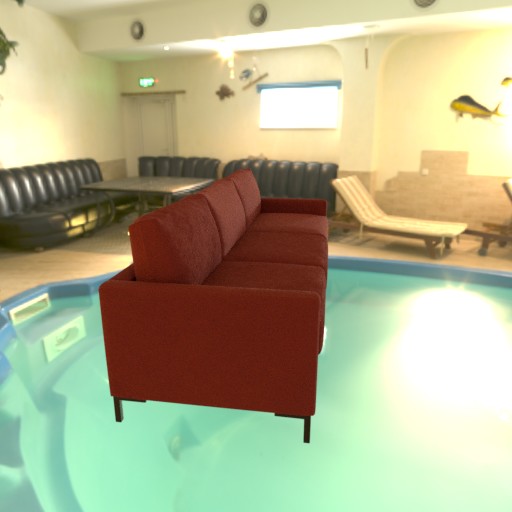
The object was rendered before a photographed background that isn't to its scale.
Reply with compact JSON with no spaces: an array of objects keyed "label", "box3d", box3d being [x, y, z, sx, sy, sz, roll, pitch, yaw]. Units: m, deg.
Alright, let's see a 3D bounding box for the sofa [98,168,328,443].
[{"label":"sofa","box3d":[0.000,0.000,2.725,0.875,0.879,2.252,3,17,9]}]
